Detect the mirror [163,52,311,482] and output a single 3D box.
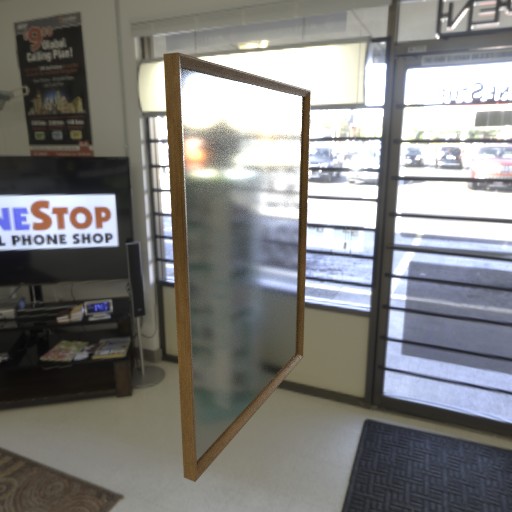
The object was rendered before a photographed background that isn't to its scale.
[{"bbox_3d":[0.000,0.000,1.345,0.041,1.016,0.762,7,16,26],"label":"mirror"}]
